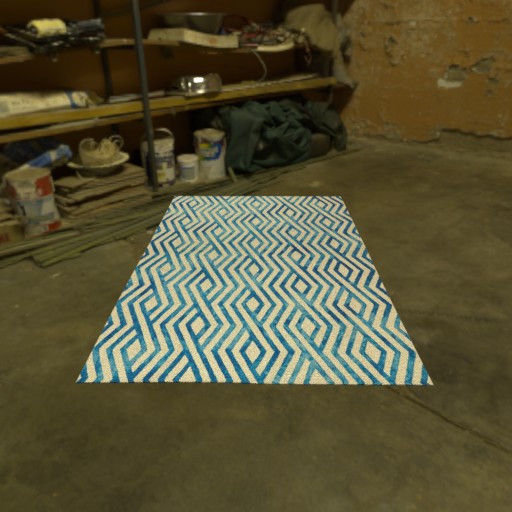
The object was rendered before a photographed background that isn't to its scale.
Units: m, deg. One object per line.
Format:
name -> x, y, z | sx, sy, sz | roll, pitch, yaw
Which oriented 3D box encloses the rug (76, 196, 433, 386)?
rug -> 0.000, 0.000, 2.979 | 1.531, 0.008, 2.439 | 0, 27, 0
